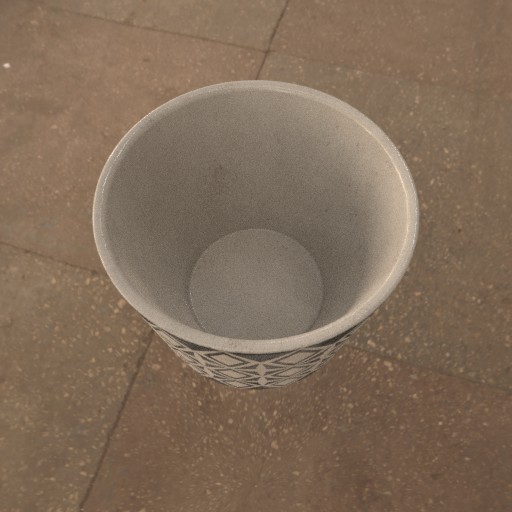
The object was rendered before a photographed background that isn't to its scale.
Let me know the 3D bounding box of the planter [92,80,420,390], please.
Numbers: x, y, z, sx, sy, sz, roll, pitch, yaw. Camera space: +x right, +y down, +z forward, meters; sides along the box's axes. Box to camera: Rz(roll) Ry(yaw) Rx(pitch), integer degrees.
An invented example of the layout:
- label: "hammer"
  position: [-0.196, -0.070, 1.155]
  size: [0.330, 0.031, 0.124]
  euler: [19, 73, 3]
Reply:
- label: "planter"
  position: [0.000, 0.000, 0.454]
  size: [0.260, 0.220, 0.260]
  euler: [0, 63, 0]
